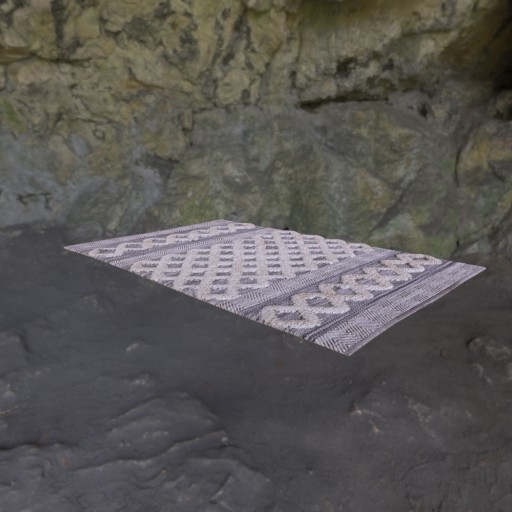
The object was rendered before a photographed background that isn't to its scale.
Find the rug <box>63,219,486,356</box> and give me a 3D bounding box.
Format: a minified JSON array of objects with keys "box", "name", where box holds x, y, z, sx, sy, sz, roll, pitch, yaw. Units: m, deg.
[{"box":[0.000,0.000,2.873,2.333,0.033,1.513,14,20,42],"name":"rug"}]
